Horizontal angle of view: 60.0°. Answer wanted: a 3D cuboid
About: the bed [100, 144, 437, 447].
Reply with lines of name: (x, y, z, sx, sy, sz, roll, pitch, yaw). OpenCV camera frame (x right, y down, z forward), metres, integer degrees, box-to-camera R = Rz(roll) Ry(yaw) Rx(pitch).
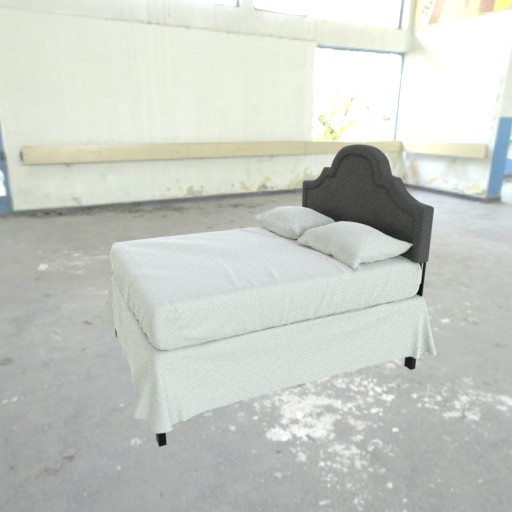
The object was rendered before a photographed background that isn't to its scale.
bed: (0.000, 0.000, 3.413, 2.222, 1.634, 1.780, -8, 18, -25)
